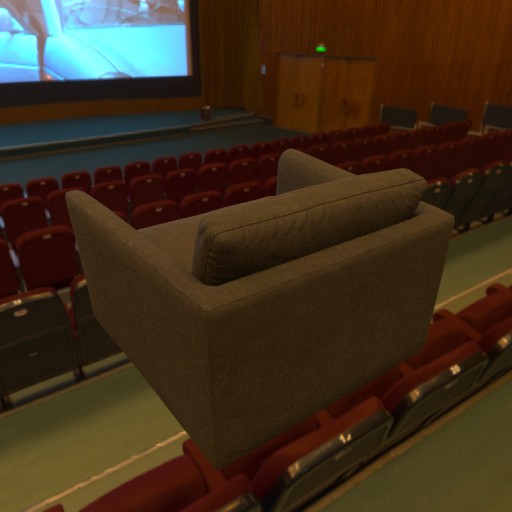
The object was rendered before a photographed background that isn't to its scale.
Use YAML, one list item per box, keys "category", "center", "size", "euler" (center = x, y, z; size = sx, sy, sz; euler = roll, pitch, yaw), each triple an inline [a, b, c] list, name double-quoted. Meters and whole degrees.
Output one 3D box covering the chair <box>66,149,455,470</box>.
- category: "chair"
  center: [0.000, 0.000, 1.844]
  size: [1.190, 0.845, 1.091]
  euler: [-18, 34, -30]
